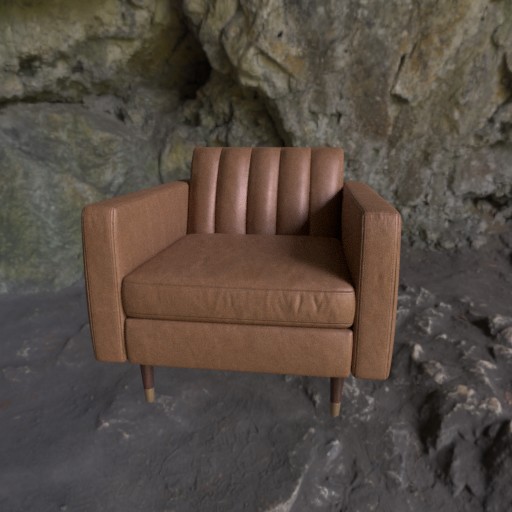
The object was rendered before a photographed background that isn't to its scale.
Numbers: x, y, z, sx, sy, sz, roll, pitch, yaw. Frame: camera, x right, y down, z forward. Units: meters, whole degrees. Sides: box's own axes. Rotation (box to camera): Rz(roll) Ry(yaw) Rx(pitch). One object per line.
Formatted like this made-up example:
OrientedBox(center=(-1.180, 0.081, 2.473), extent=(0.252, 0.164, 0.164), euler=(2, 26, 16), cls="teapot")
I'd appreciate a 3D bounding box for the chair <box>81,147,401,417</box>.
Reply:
OrientedBox(center=(0.000, 0.000, 1.736), extent=(0.953, 0.819, 0.998), euler=(2, 15, 7), cls="chair")
